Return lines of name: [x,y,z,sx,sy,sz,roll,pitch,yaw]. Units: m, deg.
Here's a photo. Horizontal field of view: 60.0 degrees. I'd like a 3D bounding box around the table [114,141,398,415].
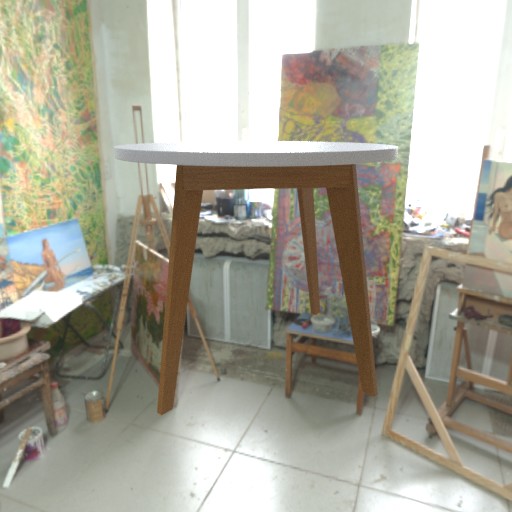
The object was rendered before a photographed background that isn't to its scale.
table: [0.000,0.000,1.568,0.896,0.762,0.896,0,16,0]
